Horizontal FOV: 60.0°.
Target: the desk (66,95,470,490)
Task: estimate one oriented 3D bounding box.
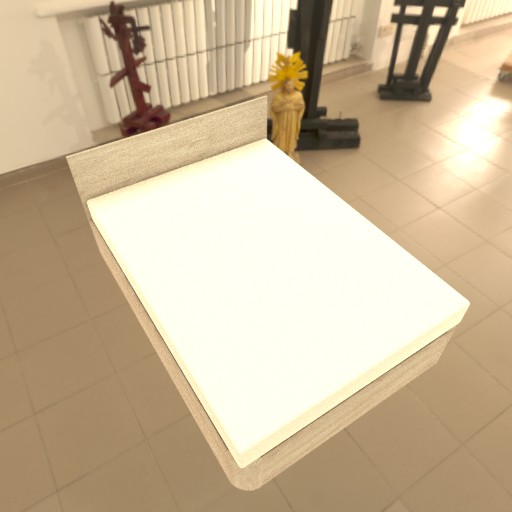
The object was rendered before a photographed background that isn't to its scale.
[{"bbox_3d":[0.000,0.000,2.568,1.400,0.800,1.900,-25,51,-22],"label":"desk"}]
